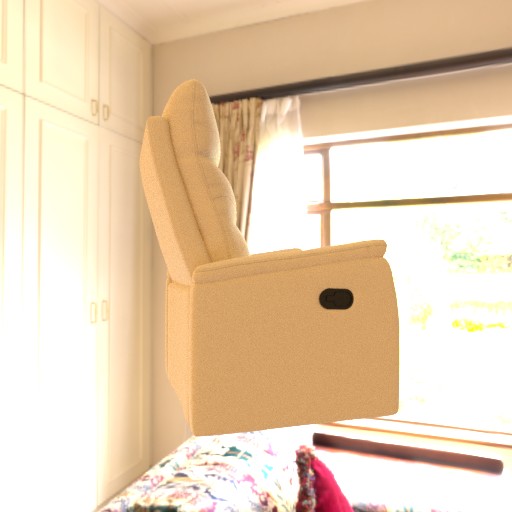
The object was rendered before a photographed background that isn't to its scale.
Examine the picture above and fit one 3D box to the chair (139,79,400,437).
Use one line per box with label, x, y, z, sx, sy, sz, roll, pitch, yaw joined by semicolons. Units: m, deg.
chair;0.000;0.000;1.665;0.831;1.082;0.775;0;-1;-17
